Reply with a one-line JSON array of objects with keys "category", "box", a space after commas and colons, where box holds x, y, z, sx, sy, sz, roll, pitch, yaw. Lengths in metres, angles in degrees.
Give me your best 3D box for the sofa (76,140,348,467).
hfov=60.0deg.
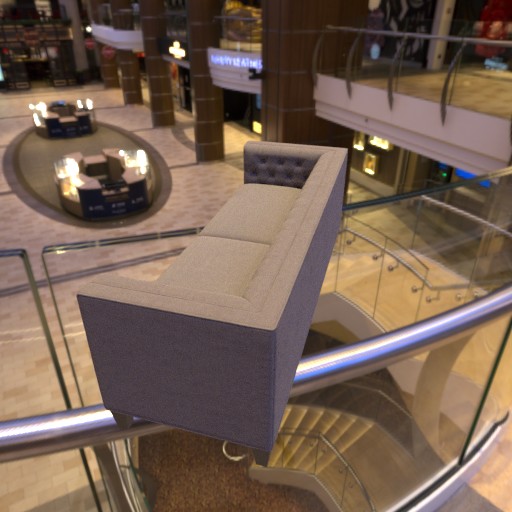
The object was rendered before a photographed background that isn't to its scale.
[{"category": "sofa", "box": [0.000, 0.000, 2.631, 0.775, 0.762, 2.159, 8, 31, 14]}]
